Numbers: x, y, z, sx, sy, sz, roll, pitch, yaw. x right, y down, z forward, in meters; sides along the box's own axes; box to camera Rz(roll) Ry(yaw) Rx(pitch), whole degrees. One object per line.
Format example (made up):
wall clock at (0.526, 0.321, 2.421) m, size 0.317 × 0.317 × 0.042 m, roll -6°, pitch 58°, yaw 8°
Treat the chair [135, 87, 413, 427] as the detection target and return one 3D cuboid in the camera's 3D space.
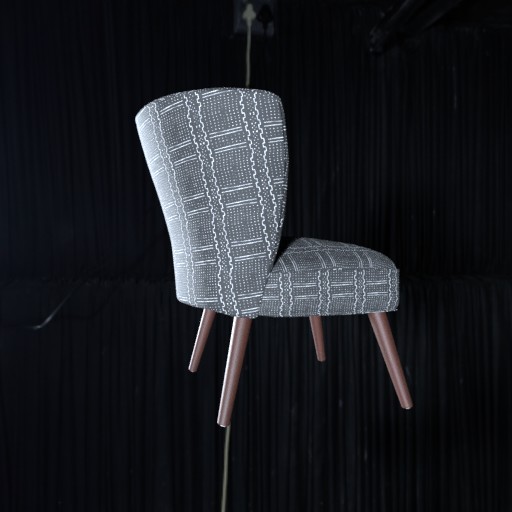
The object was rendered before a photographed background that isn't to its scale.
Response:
chair at (0.000, 0.000, 1.445) m, size 0.758 × 0.866 × 0.710 m, roll 0°, pitch 0°, yaw -16°
